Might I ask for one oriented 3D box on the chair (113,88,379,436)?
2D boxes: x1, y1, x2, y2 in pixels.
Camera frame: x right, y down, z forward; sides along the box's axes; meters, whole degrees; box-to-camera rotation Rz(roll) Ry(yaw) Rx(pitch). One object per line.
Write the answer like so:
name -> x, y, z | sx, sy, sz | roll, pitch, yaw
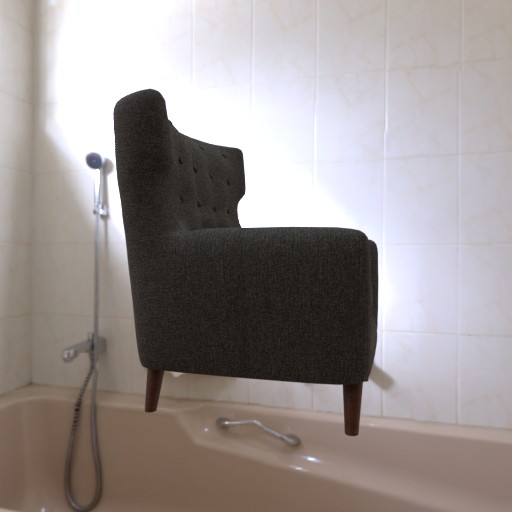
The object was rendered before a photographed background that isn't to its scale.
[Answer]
chair -> 0.000, 0.000, 1.726 | 0.904, 1.063, 0.878 | 0, 0, 17
